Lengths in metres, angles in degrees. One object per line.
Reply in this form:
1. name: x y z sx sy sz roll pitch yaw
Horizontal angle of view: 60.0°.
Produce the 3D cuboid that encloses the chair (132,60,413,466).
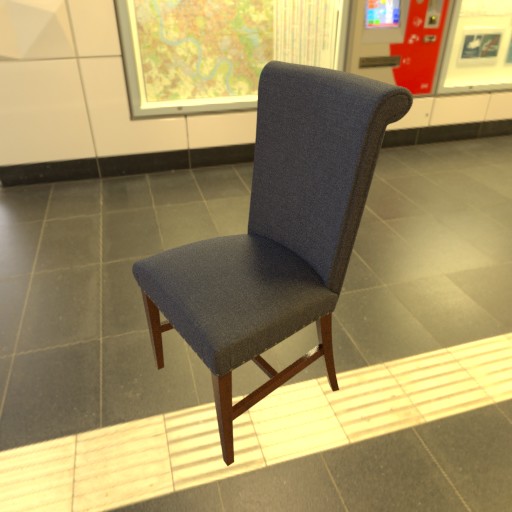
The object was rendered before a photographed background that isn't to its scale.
1. chair: 0.000 0.000 1.329 0.608 0.988 0.513 -21 38 -30
